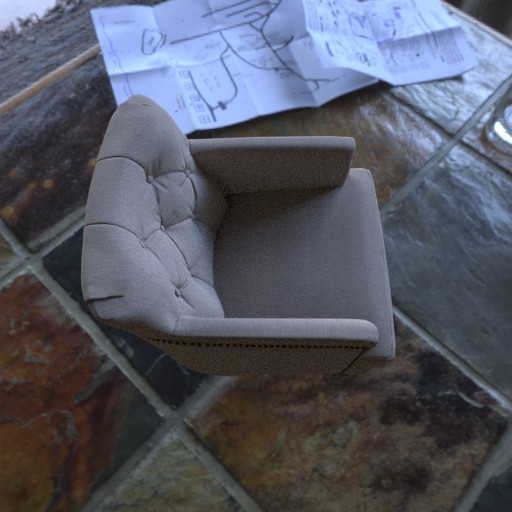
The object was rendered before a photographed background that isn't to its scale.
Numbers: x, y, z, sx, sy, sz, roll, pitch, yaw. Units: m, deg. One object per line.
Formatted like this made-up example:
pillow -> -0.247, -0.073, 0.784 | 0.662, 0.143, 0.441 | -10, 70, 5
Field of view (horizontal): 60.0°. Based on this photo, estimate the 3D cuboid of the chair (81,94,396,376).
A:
chair -> 0.000, 0.000, 1.534 | 0.902, 0.823, 0.737 | 0, 65, 0
